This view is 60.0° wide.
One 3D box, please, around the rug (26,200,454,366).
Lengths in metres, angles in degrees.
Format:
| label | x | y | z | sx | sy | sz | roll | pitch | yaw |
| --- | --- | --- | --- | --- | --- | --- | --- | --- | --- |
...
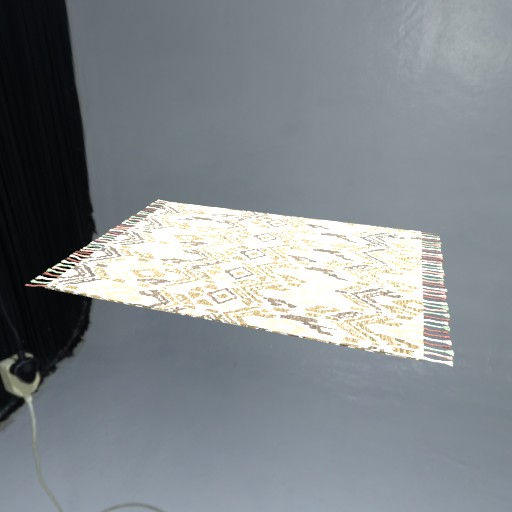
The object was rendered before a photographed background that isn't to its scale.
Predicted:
| label | x | y | z | sx | sy | sz | roll | pitch | yaw |
| --- | --- | --- | --- | --- | --- | --- | --- | --- | --- |
| rug | 0.000 | 0.000 | 2.278 | 1.829 | 0.008 | 1.219 | 8 | 28 | 16 |
